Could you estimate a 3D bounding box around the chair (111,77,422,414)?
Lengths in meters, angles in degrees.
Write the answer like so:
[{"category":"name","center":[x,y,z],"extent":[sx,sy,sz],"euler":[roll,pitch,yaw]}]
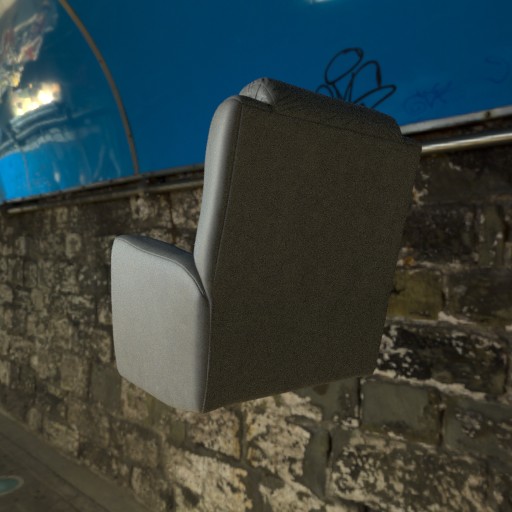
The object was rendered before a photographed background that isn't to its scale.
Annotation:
[{"category":"chair","center":[0.000,0.000,1.906],"extent":[0.965,1.116,1.068],"euler":[0,0,-35]}]
